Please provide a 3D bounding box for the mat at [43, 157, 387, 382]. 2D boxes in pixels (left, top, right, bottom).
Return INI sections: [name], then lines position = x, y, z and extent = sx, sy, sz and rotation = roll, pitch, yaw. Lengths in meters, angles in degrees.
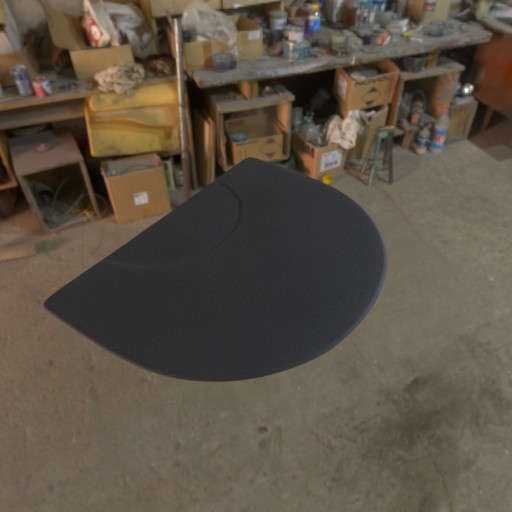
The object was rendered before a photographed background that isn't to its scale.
[mat]
position = 0.000, 0.000, 1.651
extent = 0.917, 0.016, 1.220
rotation = 24, 47, 25
